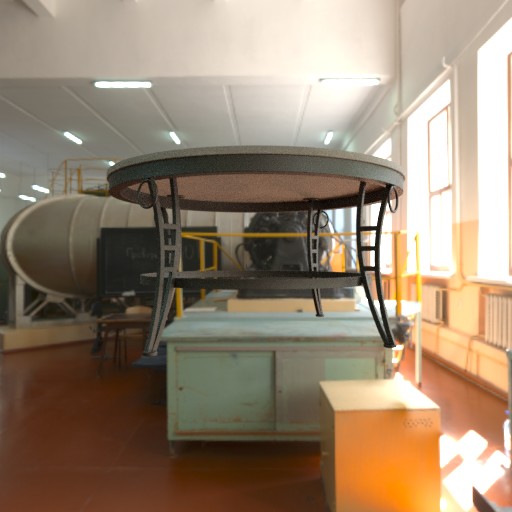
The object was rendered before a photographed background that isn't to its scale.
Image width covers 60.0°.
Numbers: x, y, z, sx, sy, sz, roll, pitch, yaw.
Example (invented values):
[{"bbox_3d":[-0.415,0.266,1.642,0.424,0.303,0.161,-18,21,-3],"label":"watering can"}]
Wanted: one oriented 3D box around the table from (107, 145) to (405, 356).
[{"bbox_3d":[0.000,0.000,1.391,0.889,0.470,0.889,0,0,0],"label":"table"}]
